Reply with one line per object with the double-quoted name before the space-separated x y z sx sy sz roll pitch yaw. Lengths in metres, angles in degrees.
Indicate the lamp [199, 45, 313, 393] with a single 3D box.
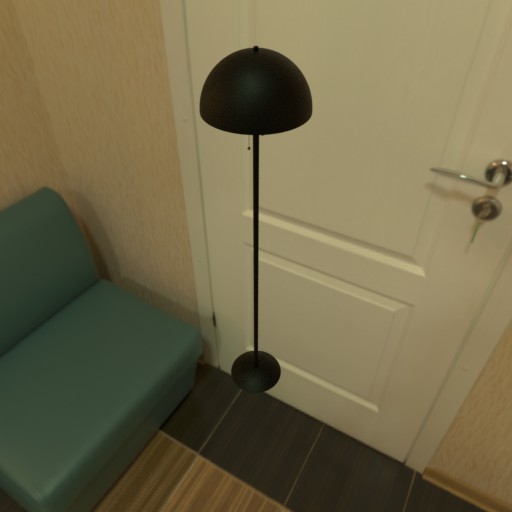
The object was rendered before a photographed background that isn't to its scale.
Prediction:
"lamp" 0.000 0.000 1.666 0.328 1.480 0.328 1 41 1
